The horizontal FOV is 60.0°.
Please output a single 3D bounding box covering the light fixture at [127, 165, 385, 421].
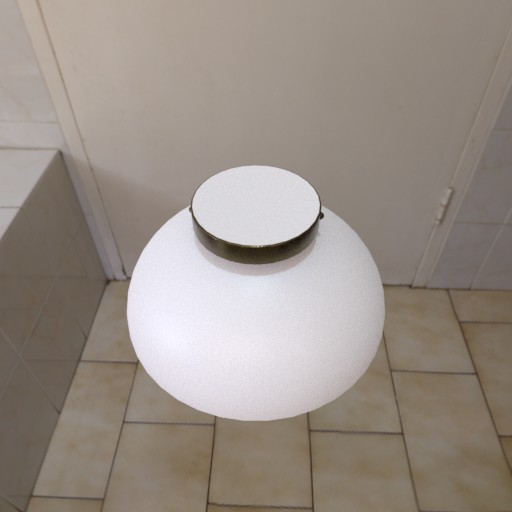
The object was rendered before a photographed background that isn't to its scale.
[{"bbox_3d":[0.000,0.000,0.567,0.355,0.177,0.355,0,45,0],"label":"light fixture"}]
